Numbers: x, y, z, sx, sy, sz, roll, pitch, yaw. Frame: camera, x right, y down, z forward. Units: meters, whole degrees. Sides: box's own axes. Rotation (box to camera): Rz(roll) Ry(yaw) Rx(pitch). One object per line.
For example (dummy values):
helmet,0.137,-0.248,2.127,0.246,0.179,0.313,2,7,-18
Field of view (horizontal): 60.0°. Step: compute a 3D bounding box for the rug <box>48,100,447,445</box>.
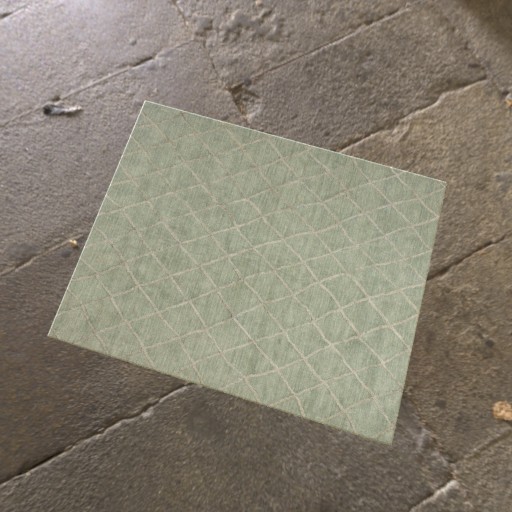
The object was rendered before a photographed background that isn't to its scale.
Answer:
rug,0.000,0.000,4.015,3.039,0.019,2.420,16,76,4
